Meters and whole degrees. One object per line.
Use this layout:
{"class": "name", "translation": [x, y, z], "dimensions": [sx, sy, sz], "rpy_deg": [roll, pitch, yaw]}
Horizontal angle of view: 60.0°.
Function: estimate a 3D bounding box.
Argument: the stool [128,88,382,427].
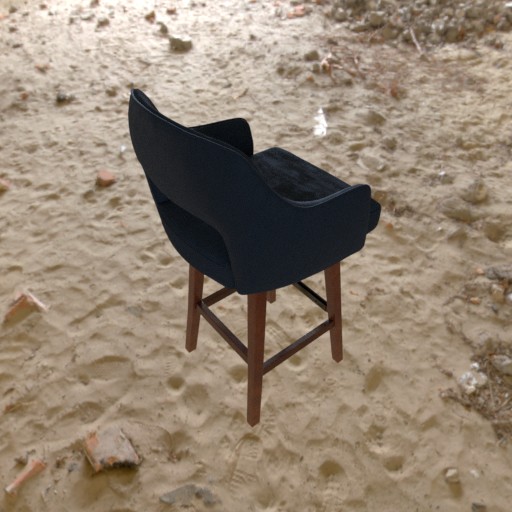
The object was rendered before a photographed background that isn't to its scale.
{"class": "stool", "translation": [0.000, 0.000, 1.360], "dimensions": [0.560, 1.041, 0.550], "rpy_deg": [-28, 48, -28]}
